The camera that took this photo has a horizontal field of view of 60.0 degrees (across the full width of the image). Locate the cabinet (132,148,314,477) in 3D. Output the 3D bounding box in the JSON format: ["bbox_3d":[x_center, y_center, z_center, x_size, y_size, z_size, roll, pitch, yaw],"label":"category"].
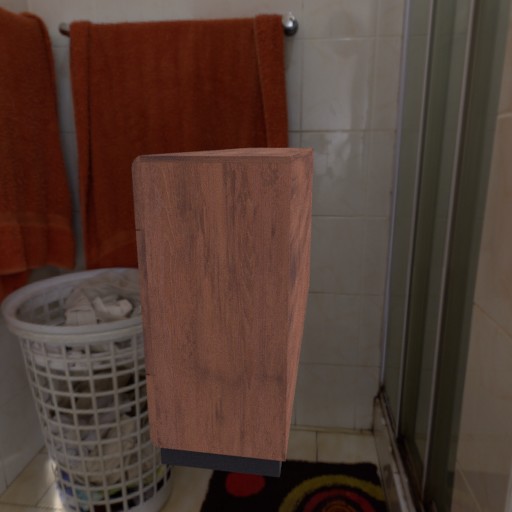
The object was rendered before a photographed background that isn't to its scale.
[{"bbox_3d":[0.000,0.000,1.939,0.420,0.900,1.600,2,15,9],"label":"cabinet"}]
